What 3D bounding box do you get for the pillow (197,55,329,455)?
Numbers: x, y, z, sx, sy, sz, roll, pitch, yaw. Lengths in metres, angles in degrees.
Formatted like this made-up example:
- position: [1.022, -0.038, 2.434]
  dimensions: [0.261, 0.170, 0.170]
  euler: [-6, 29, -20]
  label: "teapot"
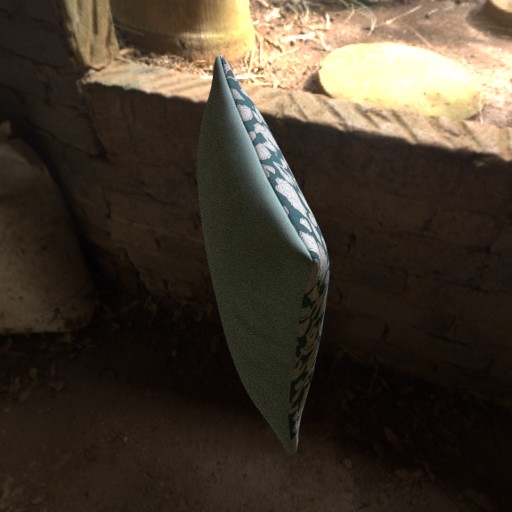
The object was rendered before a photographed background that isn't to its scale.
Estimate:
- position: [0.000, 0.000, 0.792]
  dimensions: [0.166, 0.508, 0.525]
  euler: [-10, 46, -9]
  label: "pillow"
